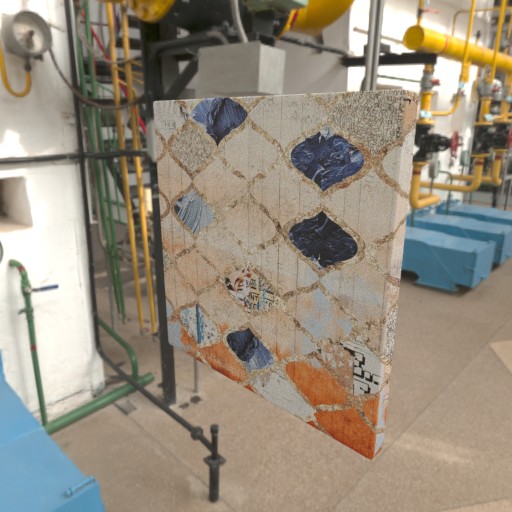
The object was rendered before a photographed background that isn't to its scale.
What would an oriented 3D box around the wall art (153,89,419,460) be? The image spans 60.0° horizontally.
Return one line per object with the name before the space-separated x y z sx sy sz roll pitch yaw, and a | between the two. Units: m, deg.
wall art | 0.000 0.000 0.751 0.507 0.508 0.038 16 23 42
